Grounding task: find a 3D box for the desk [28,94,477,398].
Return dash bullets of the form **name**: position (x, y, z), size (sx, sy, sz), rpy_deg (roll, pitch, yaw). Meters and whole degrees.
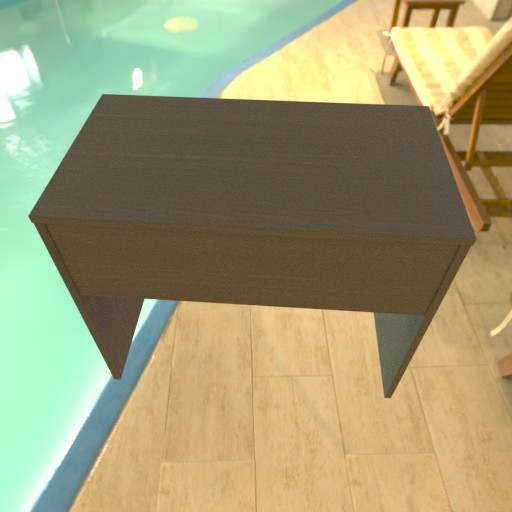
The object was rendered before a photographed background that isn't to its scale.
- **desk**: position (0.000, 0.000, 1.314), size (0.893, 0.724, 0.498), rpy_deg (3, 48, 3)
